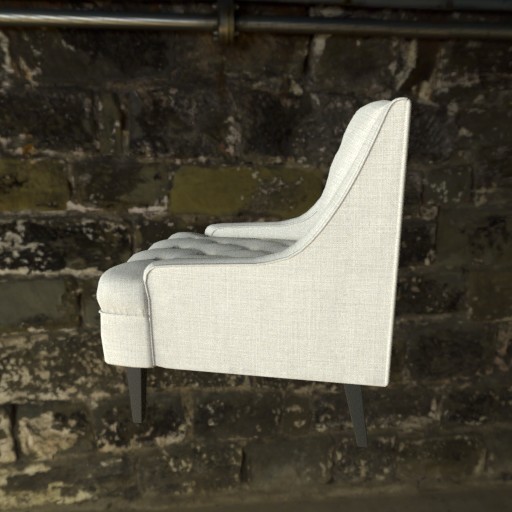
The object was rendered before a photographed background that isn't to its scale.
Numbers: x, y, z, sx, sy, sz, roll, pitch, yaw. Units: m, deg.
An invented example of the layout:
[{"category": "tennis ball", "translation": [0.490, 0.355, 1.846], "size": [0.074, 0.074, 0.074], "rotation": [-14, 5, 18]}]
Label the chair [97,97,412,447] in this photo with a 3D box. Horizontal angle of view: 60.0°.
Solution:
[{"category": "chair", "translation": [0.000, 0.000, 1.393], "size": [0.772, 0.891, 0.658], "rotation": [2, 14, 9]}]
